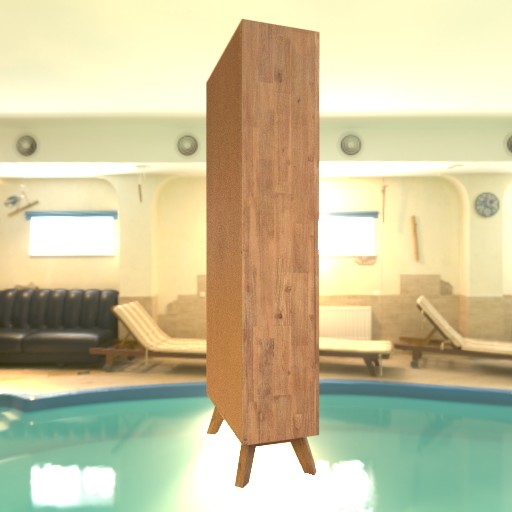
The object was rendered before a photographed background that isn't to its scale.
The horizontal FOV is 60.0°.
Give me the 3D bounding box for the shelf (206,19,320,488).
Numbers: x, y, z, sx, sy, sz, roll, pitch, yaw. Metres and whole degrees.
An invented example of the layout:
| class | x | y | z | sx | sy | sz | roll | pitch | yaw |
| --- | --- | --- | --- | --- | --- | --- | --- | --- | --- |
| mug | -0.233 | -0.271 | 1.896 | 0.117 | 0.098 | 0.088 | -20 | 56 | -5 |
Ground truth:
| class | x | y | z | sx | sy | sz | roll | pitch | yaw |
| --- | --- | --- | --- | --- | --- | --- | --- | --- | --- |
| shelf | 0.000 | 0.000 | 1.525 | 0.267 | 1.342 | 0.491 | 0 | 0 | -18 |
